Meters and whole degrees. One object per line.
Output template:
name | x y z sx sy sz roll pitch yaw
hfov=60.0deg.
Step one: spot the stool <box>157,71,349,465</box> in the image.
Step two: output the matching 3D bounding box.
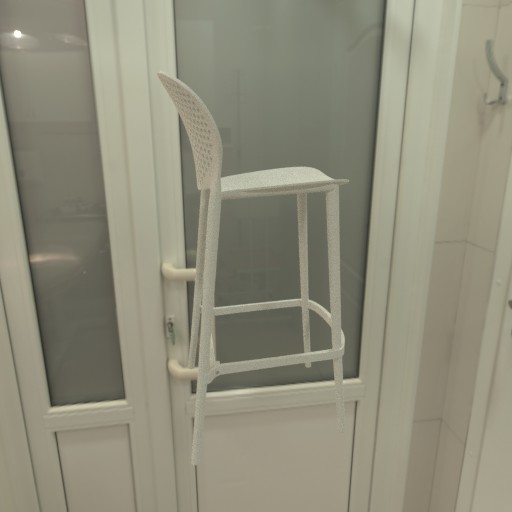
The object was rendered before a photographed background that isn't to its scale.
stool | 0.000 0.000 1.374 0.535 1.045 0.536 -3 17 -9
